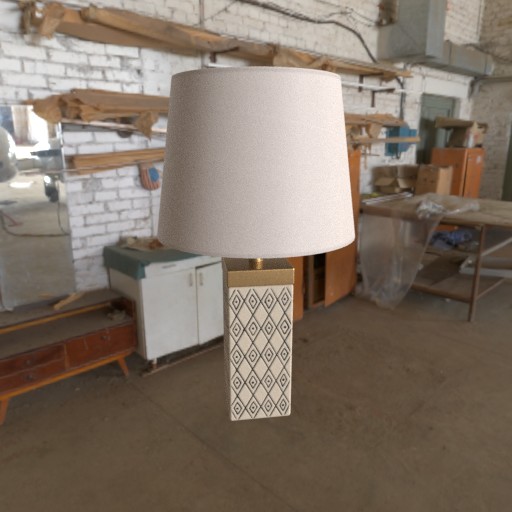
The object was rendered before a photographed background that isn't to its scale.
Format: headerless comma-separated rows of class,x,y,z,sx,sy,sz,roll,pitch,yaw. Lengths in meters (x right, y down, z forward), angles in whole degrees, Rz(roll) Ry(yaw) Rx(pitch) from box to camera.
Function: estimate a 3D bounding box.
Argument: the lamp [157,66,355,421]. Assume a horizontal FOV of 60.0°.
lamp,0.000,0.000,0.583,0.251,0.435,0.251,0,15,0
